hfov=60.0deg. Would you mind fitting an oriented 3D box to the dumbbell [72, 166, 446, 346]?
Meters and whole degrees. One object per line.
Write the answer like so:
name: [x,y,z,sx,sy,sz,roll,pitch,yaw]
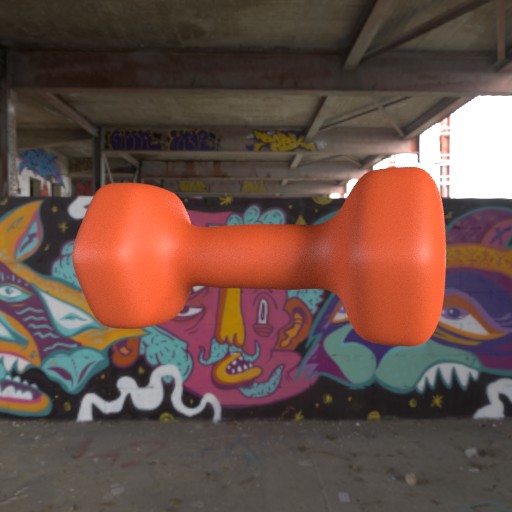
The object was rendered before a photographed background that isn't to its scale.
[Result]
dumbbell: [0.000,0.000,0.207,0.162,0.071,0.079,0,0,19]
